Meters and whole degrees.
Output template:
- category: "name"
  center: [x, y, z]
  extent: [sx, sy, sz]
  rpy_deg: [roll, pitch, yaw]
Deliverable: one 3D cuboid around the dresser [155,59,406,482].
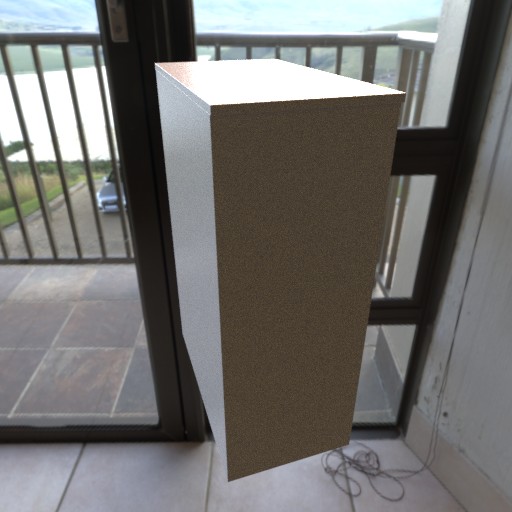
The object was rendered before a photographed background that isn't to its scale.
- category: "dresser"
  center: [0.000, 0.000, 1.339]
  extent: [0.401, 1.021, 0.704]
  rpy_deg: [-9, 30, -16]
